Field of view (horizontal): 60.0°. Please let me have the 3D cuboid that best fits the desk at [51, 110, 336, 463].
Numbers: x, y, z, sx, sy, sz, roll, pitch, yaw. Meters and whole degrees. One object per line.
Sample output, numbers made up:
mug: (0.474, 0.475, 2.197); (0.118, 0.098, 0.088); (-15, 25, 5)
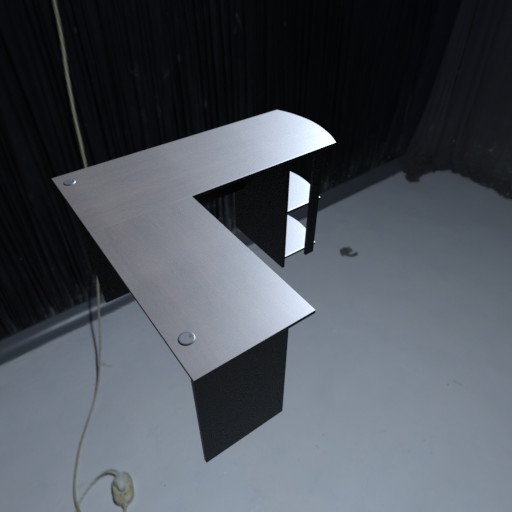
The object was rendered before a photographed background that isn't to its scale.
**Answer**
desk: (0.000, 0.000, 2.158); (1.361, 0.716, 1.303); (-25, 47, -26)
